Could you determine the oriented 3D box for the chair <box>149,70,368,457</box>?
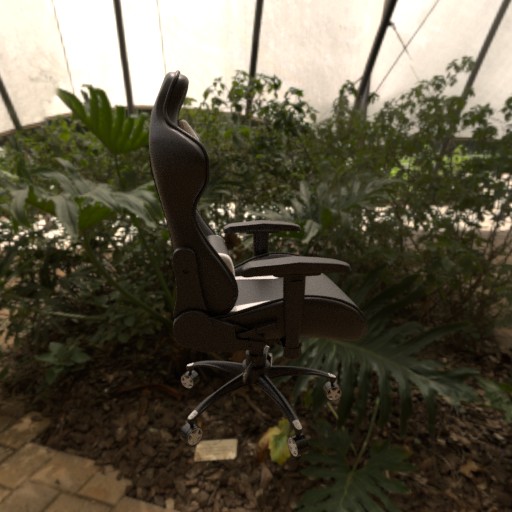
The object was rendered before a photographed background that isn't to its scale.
[{"bbox_3d":[0.000,0.000,1.672,0.695,1.285,0.730,-2,16,-9],"label":"chair"}]
